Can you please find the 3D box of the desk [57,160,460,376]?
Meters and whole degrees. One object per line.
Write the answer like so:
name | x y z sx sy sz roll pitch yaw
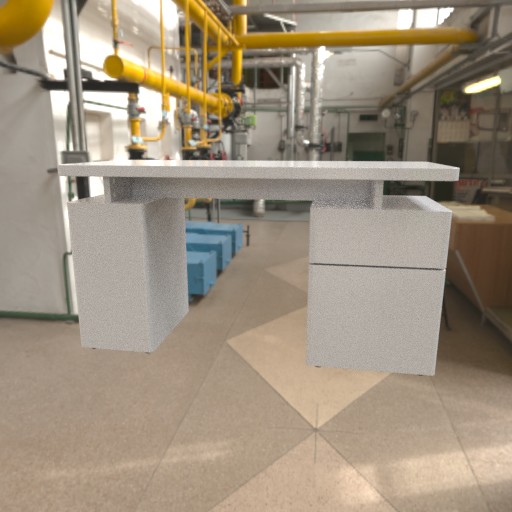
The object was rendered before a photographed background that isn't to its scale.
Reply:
desk | 0.000 0.000 1.856 1.400 0.762 0.550 2 14 9
